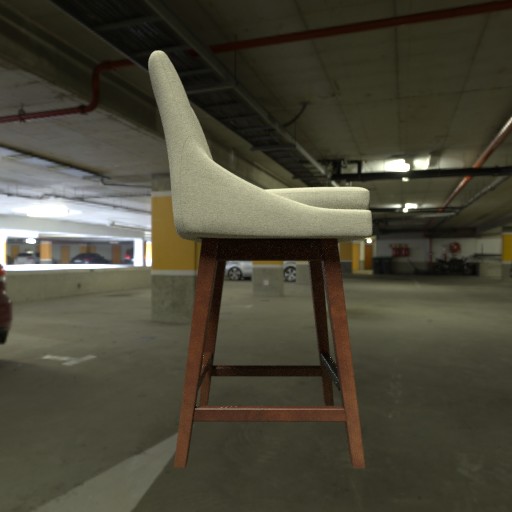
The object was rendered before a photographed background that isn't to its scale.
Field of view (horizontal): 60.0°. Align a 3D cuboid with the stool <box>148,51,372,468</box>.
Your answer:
[{"bbox_3d":[0.000,0.000,1.268,0.559,0.991,0.469,0,0,0],"label":"stool"}]
